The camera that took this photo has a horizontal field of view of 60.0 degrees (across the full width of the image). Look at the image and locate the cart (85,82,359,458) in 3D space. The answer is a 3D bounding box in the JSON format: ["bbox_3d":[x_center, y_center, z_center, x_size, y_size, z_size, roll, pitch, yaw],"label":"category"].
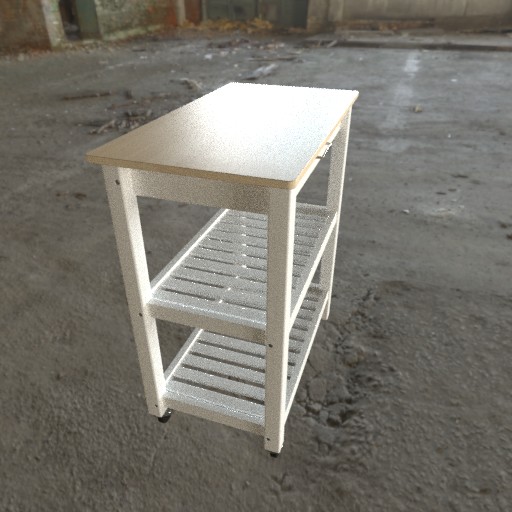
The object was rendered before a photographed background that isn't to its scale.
[{"bbox_3d":[0.000,0.000,1.466,0.457,0.927,0.899,10,33,16],"label":"cart"}]
